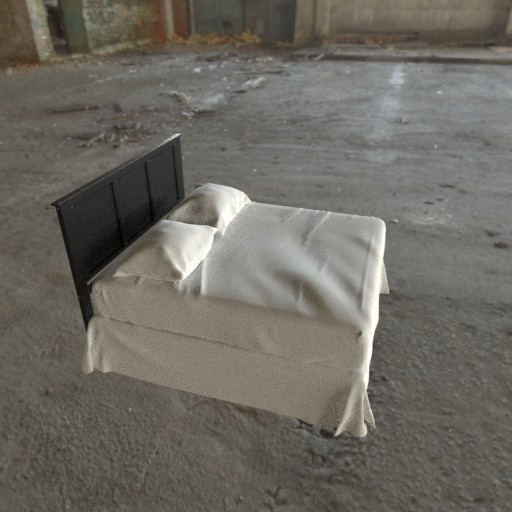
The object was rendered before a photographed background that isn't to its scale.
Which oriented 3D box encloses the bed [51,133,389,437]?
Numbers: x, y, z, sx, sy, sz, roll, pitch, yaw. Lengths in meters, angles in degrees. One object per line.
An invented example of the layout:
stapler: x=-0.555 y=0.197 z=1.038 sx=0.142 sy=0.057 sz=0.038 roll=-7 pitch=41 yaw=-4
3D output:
bed: x=0.000 y=0.000 z=3.350 sx=2.050 sy=1.270 sz=1.870 roll=9 pitch=31 yaw=15
